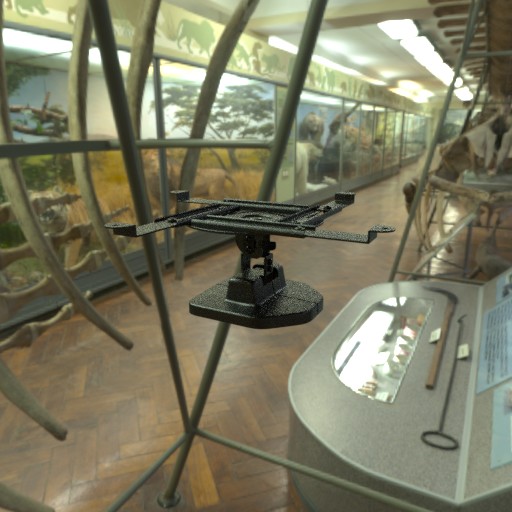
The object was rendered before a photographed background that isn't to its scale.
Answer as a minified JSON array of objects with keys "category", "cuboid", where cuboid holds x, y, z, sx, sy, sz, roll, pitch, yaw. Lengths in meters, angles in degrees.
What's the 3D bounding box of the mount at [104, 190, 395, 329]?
[{"category":"mount","cuboid":[0.000,0.000,0.616,0.394,0.141,0.394,8,17,27]}]
